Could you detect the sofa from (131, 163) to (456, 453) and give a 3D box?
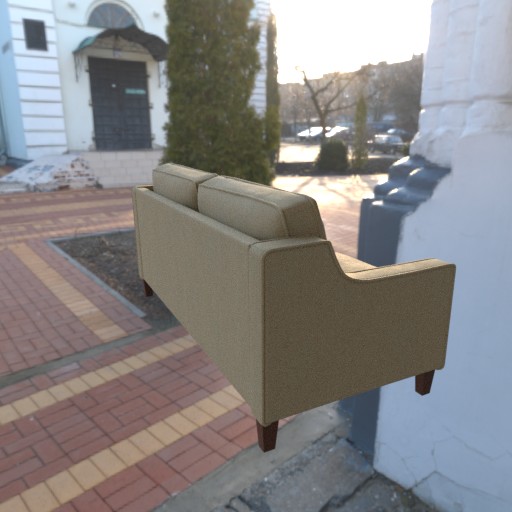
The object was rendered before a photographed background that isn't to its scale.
[{"bbox_3d":[0.000,0.000,2.832,1.066,1.071,2.178,-8,18,-26],"label":"sofa"}]
